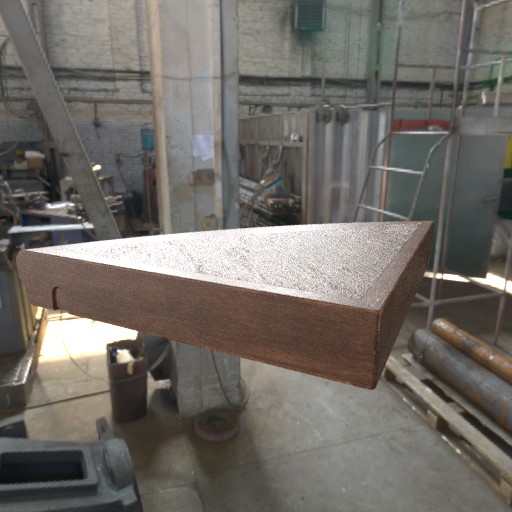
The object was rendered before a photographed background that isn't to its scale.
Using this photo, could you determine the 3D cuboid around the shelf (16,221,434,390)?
[{"bbox_3d":[0.000,0.000,0.451,0.310,0.050,0.310,8,17,26],"label":"shelf"}]
